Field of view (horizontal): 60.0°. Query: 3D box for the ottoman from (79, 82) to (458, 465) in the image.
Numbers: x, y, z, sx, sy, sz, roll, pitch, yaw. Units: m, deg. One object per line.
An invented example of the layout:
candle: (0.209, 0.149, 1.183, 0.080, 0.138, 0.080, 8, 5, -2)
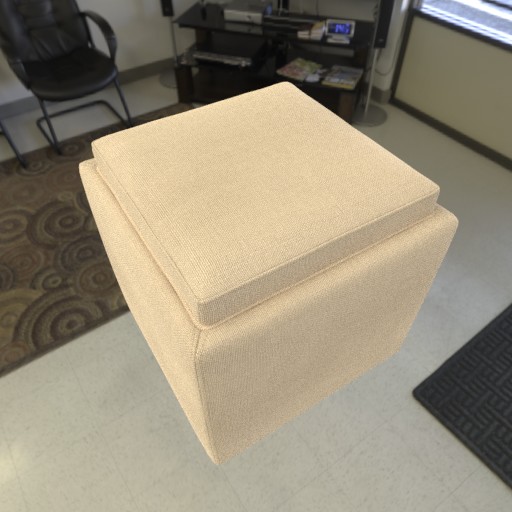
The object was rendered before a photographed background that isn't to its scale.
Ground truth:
ottoman: (0.000, 0.000, 0.807, 0.451, 0.460, 0.450, -25, 52, -21)
